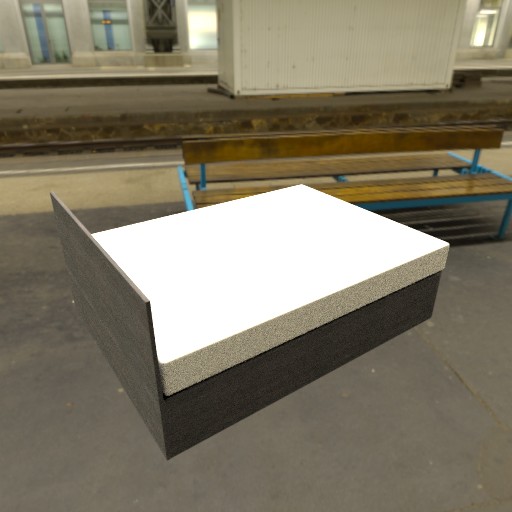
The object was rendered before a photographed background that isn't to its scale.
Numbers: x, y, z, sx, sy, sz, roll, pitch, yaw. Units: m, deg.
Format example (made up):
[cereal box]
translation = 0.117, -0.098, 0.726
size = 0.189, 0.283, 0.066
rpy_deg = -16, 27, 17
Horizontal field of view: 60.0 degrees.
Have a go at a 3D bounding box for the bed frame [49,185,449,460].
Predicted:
[bed frame]
translation = 0.000, 0.000, 2.689
size = 1.900, 0.800, 1.400
rpy_deg = -18, 32, -31
